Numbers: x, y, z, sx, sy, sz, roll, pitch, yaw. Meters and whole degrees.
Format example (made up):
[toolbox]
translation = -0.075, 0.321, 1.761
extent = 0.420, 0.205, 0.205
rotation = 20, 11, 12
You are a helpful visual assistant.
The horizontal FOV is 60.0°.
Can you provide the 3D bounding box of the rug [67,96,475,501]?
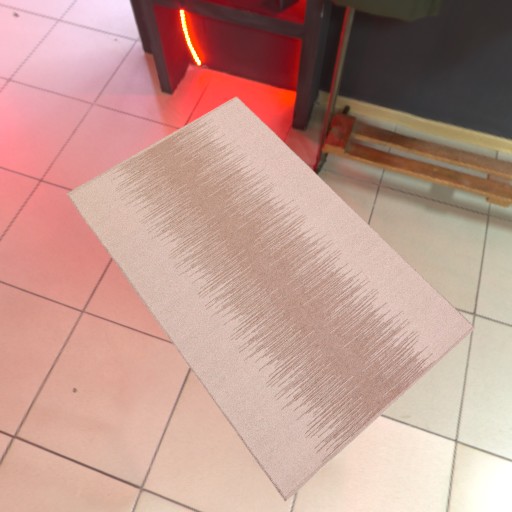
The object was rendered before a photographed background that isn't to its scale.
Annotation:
[rug]
translation = 0.000, 0.000, 2.935
extent = 1.522, 0.012, 2.440
rotation = -35, 69, -16
